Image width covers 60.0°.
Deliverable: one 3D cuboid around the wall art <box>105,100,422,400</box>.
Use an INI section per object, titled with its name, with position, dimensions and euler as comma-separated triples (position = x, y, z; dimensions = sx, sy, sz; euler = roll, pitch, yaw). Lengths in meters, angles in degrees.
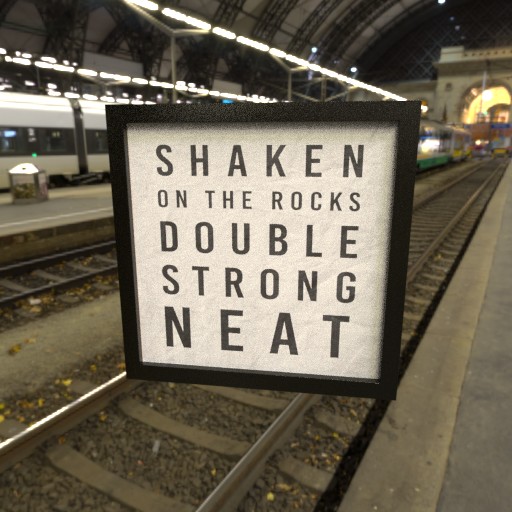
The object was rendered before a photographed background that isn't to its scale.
[wall art]
position = 0.000, 0.000, 0.532
dimensions = 0.349, 0.349, 0.014
euler = 2, 14, 8
